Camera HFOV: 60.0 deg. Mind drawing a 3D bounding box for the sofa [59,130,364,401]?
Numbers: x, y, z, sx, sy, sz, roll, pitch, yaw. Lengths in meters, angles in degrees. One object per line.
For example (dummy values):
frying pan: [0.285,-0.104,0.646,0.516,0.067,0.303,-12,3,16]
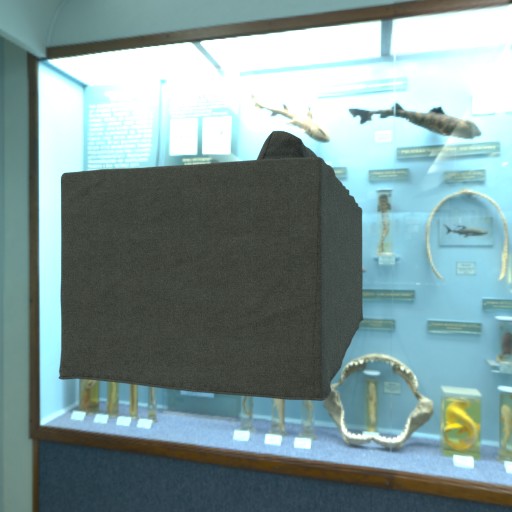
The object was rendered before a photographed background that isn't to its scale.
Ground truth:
sofa: [0.000,0.000,2.275,0.974,0.854,1.802,0,0,17]
